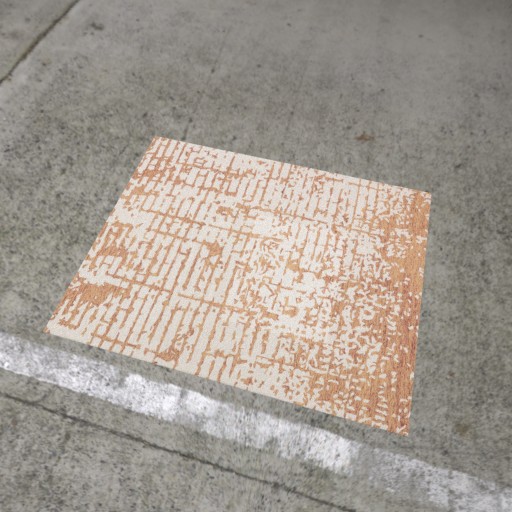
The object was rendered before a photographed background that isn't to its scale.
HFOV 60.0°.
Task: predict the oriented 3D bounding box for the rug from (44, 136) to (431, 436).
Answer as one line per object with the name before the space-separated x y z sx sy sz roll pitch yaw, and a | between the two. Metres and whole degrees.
rug | 0.000 0.000 4.149 3.050 0.011 2.441 14 59 8
